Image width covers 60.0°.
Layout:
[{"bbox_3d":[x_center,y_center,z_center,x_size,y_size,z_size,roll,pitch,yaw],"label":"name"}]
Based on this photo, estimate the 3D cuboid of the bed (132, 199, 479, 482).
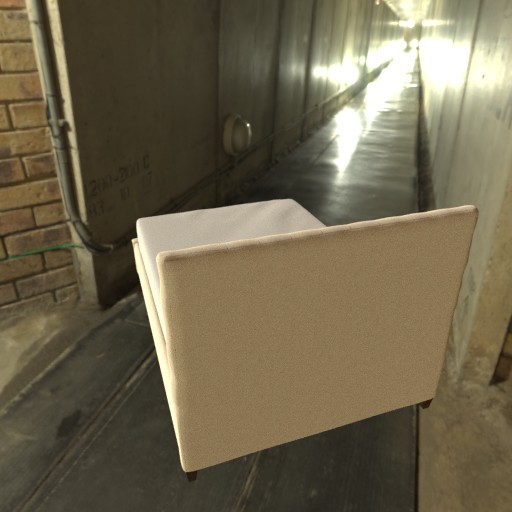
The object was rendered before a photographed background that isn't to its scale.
[{"bbox_3d":[0.000,0.000,3.371,1.698,1.427,2.387,-9,29,-17],"label":"bed"}]
